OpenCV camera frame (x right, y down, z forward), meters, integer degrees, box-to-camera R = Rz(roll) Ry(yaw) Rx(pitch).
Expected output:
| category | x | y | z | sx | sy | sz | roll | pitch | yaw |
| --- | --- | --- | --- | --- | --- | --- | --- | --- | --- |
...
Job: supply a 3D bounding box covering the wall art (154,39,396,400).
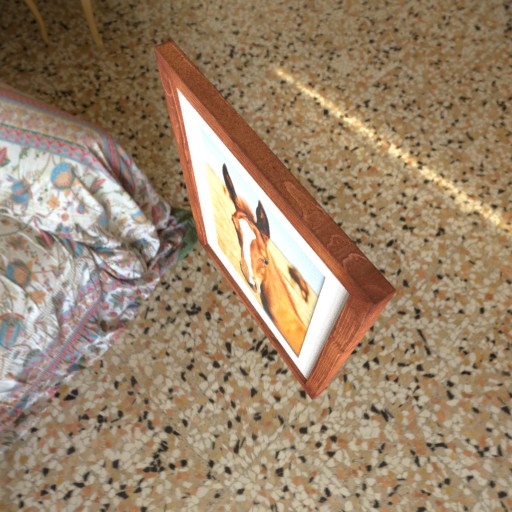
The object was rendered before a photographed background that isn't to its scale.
| category | x | y | z | sx | sy | sz | roll | pitch | yaw |
| --- | --- | --- | --- | --- | --- | --- | --- | --- | --- |
| wall art | 0.000 | 0.000 | 0.778 | 0.030 | 0.558 | 0.462 | -31 | 67 | -15 |
